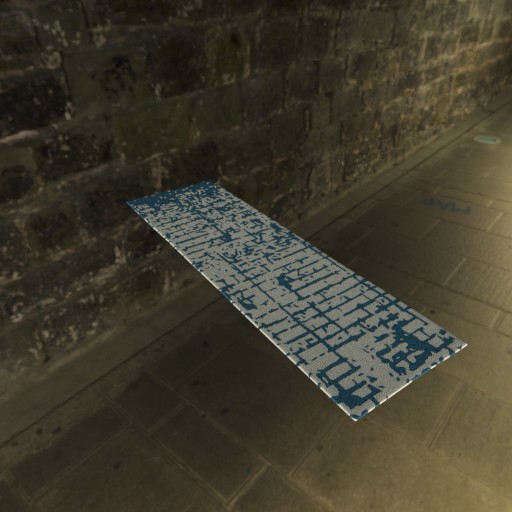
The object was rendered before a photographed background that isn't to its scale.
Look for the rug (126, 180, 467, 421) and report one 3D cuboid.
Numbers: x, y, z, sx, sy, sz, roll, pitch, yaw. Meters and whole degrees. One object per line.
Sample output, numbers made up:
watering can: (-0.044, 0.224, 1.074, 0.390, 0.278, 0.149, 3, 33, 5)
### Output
rug: (0.000, 0.000, 2.764, 0.750, 0.011, 2.435, -20, 38, -29)
